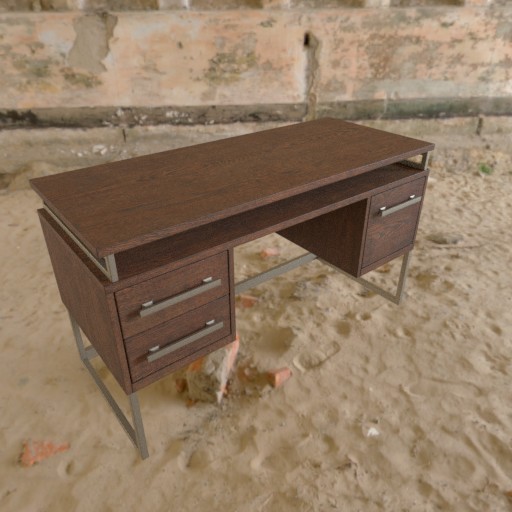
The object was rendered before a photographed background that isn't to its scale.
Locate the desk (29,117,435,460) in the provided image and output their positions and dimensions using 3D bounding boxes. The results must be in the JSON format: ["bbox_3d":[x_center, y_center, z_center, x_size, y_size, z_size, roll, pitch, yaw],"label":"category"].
[{"bbox_3d":[0.000,0.000,1.789,1.384,0.792,0.610,-22,37,-32],"label":"desk"}]
